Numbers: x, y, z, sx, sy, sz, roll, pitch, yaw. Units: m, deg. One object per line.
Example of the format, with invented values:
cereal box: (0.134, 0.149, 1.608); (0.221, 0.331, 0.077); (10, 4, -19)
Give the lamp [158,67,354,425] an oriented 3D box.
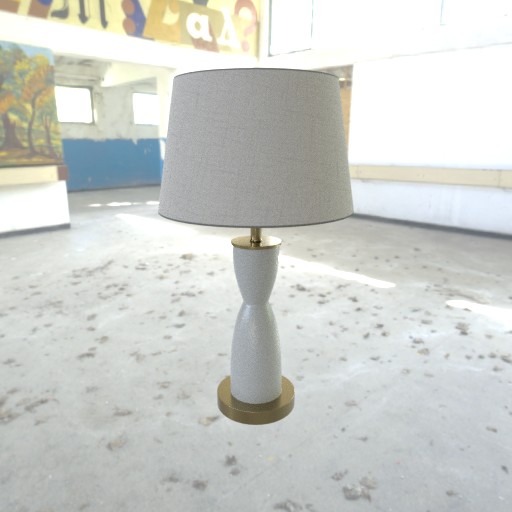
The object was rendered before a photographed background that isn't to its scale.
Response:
lamp: (0.000, 0.000, 0.734); (0.309, 0.545, 0.309); (0, 15, 0)
